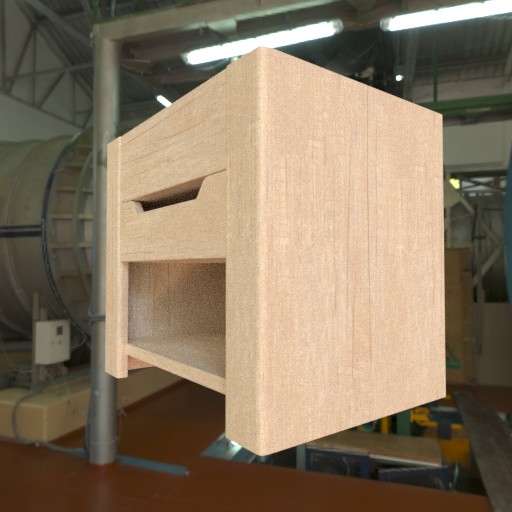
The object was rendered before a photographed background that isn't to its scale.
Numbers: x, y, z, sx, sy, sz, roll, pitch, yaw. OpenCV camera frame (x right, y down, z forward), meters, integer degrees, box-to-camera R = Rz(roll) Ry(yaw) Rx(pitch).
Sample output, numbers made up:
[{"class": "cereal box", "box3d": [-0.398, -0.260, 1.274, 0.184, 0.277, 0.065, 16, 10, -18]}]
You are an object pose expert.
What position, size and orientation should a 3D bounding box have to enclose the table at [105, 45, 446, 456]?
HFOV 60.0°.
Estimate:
[{"class": "table", "box3d": [0.000, 0.000, 0.898, 0.420, 0.510, 0.570, 1, -2, -37]}]
